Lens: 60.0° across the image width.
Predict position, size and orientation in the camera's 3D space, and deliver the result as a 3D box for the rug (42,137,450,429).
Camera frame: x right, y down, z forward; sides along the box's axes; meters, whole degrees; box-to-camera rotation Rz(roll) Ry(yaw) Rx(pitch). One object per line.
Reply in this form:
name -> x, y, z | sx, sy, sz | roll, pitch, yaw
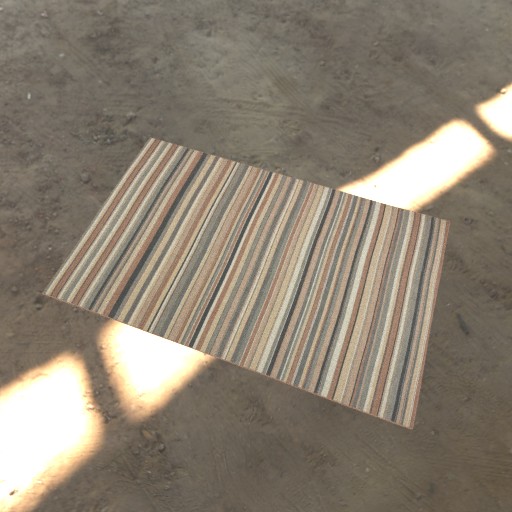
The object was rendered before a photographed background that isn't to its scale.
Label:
rug -> 0.000, 0.000, 3.067 | 2.438, 0.014, 1.523 | 18, 61, 10
